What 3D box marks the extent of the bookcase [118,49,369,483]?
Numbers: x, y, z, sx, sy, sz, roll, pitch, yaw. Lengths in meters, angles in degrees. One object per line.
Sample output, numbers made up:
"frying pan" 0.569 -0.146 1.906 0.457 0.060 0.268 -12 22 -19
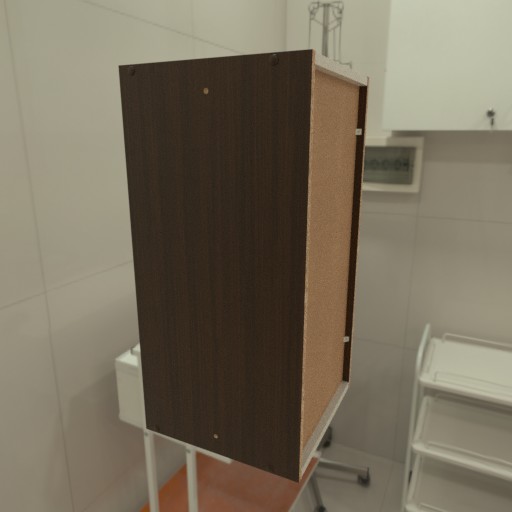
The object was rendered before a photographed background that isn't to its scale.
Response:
"bookcase" 0.000 0.000 0.777 0.290 0.600 0.300 7 17 25
